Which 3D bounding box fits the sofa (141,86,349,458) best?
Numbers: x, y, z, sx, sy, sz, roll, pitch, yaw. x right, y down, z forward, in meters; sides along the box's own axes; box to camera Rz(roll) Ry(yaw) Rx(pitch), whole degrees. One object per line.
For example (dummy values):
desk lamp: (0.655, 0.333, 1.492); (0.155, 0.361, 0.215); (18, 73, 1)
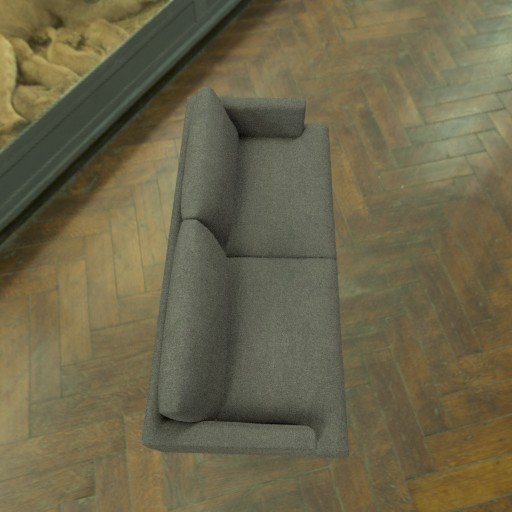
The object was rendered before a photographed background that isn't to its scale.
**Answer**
sofa: (0.000, 0.000, 2.748); (1.020, 0.868, 2.250); (1, 63, 1)
